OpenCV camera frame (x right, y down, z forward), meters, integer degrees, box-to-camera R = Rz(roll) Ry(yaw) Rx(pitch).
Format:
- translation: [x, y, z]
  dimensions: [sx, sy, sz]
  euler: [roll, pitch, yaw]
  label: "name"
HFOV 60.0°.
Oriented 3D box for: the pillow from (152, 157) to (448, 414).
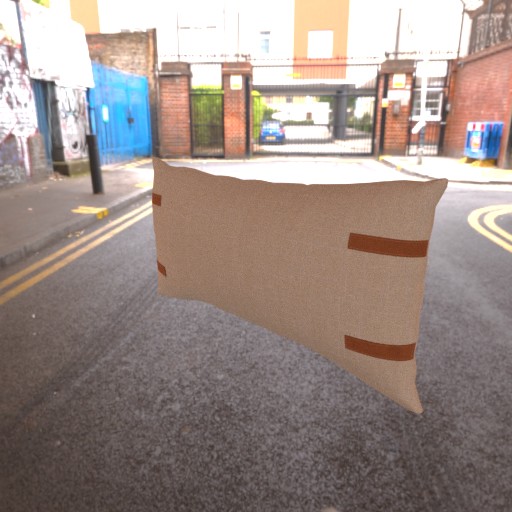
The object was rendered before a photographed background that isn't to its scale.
- translation: [0.000, 0.000, 0.743]
  dimensions: [0.612, 0.308, 0.148]
  euler: [16, 23, 42]
  label: "pillow"
